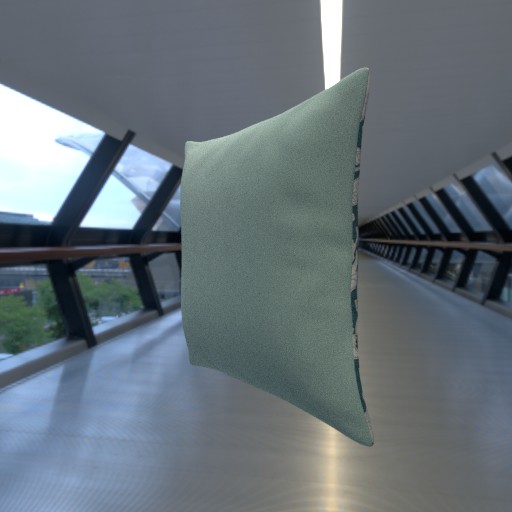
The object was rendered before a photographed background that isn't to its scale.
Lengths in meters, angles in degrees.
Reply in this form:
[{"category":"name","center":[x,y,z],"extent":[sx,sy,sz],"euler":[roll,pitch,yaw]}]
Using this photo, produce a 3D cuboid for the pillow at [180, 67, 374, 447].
[{"category":"pillow","center":[0.000,0.000,0.801],"extent":[0.166,0.508,0.525],"euler":[-1,1,-36]}]
